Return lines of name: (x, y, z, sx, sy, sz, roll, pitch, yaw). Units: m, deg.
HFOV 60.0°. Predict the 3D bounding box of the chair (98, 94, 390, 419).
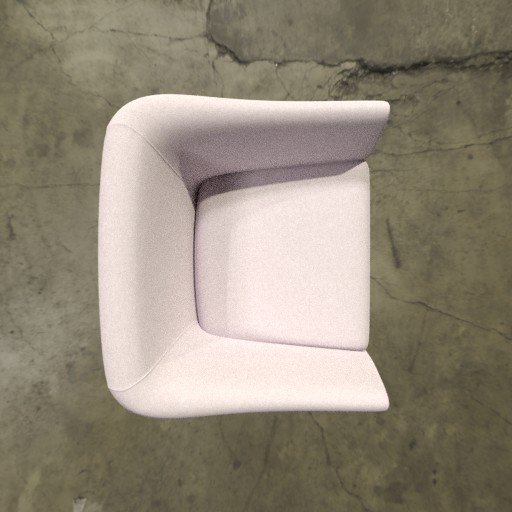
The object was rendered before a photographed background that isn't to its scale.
chair: (0.000, 0.000, 1.336, 0.700, 0.720, 0.790, 0, 91, 1)
